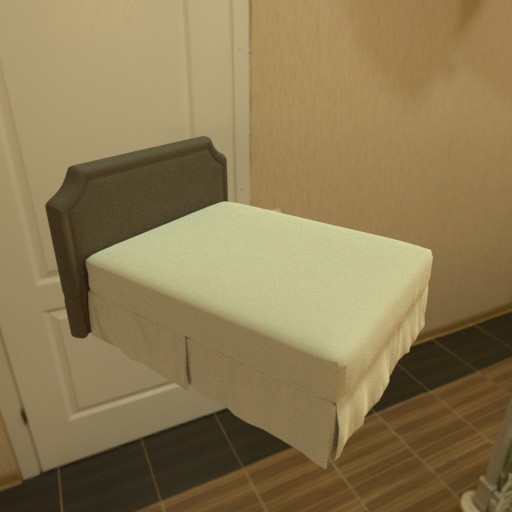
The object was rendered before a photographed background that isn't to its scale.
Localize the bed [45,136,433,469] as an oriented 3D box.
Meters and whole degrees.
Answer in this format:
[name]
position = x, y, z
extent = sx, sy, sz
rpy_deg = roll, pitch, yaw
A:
[bed]
position = 0.000, 0.000, 3.214
extent = 2.181, 1.297, 1.831
rpy_deg = 17, 30, 31
